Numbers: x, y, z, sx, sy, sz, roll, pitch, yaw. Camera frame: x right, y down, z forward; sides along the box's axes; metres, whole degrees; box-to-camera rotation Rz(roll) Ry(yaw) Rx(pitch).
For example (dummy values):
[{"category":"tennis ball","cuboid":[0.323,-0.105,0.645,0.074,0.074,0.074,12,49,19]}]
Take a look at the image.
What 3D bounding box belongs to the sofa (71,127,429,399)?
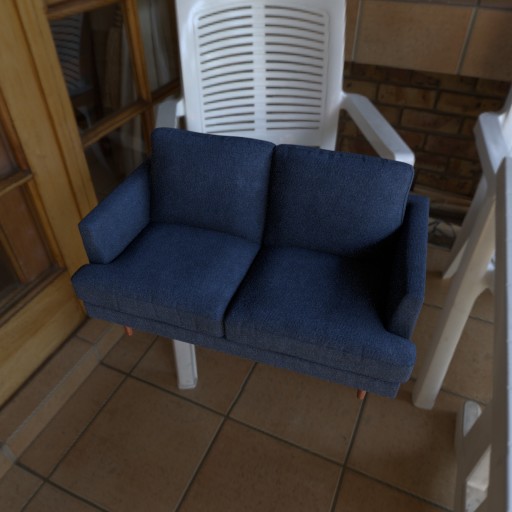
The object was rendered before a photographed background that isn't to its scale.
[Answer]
[{"category":"sofa","cuboid":[0.000,0.000,2.210,1.582,0.944,0.903,12,42,14]}]
